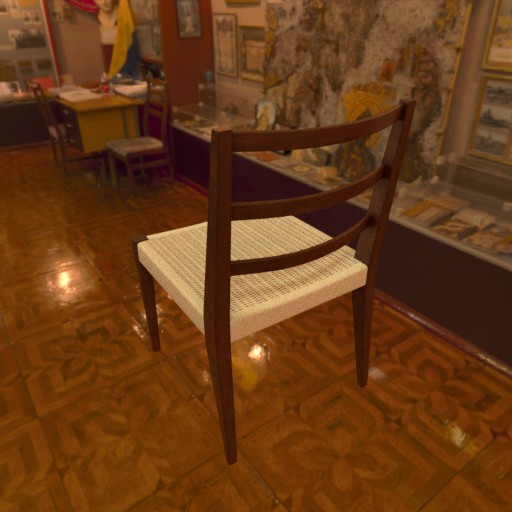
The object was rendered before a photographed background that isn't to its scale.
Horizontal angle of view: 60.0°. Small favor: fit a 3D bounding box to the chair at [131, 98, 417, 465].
[{"bbox_3d":[0.000,0.000,1.166,0.480,0.813,0.551,-18,34,-29],"label":"chair"}]
